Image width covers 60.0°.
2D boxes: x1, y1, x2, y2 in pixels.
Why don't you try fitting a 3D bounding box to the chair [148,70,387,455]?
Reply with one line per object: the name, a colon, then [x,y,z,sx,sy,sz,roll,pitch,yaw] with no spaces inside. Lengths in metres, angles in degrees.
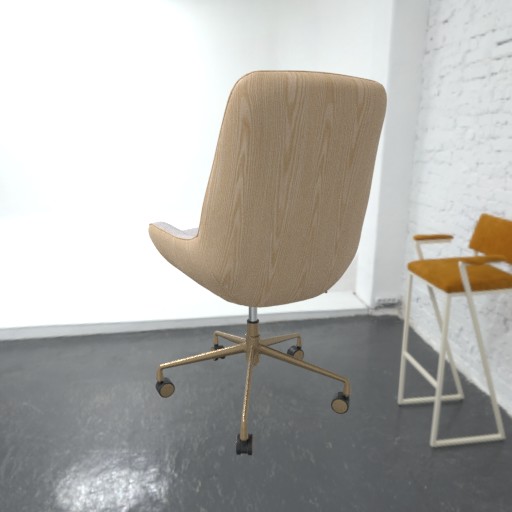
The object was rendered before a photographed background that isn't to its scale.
chair: [0.000,0.000,1.331,0.564,0.952,0.668,-7,16,-28]
